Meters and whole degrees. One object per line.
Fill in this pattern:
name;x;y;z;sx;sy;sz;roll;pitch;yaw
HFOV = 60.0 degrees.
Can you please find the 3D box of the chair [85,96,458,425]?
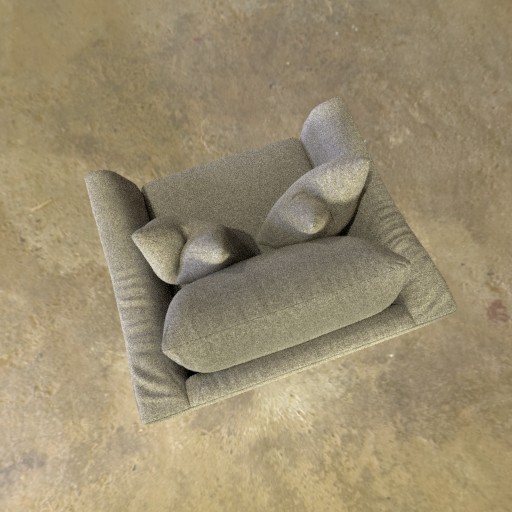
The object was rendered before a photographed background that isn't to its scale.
chair;0.000;0.000;1.992;1.194;1.059;1.071;-19;75;-5
